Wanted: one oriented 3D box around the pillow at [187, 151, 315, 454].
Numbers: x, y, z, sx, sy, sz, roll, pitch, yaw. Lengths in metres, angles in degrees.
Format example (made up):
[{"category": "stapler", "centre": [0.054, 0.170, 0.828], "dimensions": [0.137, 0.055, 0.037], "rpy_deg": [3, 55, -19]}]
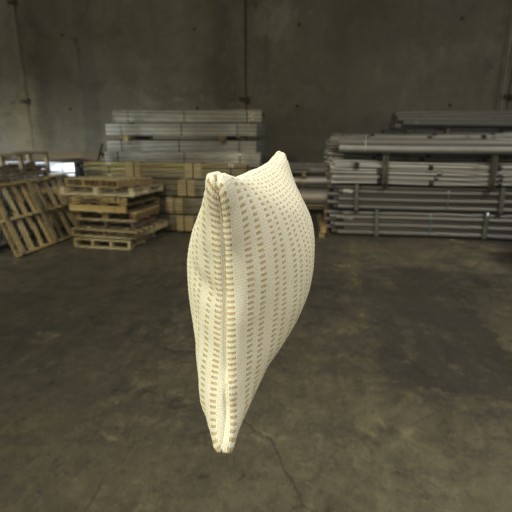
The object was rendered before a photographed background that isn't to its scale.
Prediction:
[{"category": "pillow", "centre": [0.000, 0.000, 0.811], "dimensions": [0.210, 0.353, 0.640], "rpy_deg": [3, 16, 9]}]
